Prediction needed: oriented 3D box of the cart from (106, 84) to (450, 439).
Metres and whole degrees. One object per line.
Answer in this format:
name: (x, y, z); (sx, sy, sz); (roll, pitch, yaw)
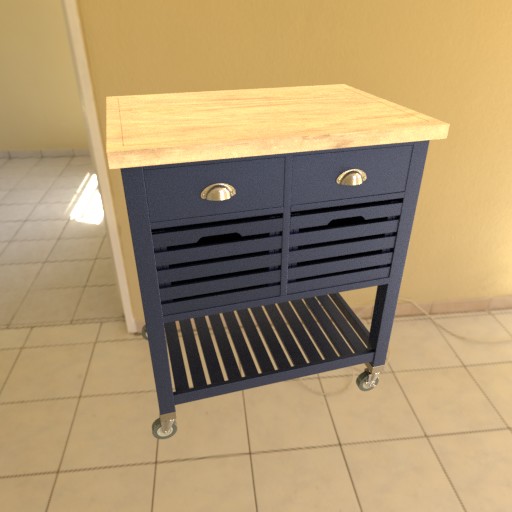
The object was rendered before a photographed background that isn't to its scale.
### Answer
cart: (0.000, 0.000, 1.428); (0.797, 0.920, 0.567); (-8, 32, -14)
